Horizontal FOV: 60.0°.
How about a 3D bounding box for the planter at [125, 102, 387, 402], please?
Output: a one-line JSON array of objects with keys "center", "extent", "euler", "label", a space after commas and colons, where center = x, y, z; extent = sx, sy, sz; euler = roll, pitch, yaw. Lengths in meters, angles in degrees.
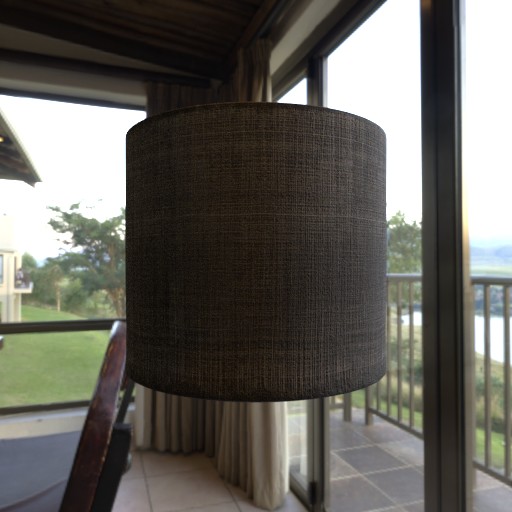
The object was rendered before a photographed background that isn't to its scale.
[{"center": [0.000, 0.000, 0.447], "extent": [0.254, 0.221, 0.254], "euler": [0, -1, 0], "label": "planter"}]
